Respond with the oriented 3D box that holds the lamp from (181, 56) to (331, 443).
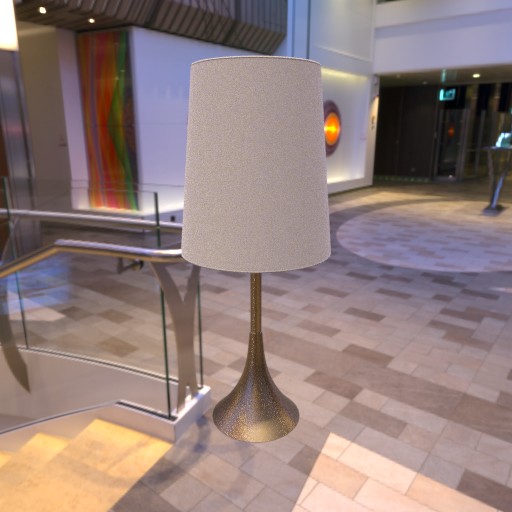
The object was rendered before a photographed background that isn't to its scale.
[{"bbox_3d":[0.000,0.000,0.694,0.231,0.569,0.231,0,16,0],"label":"lamp"}]
